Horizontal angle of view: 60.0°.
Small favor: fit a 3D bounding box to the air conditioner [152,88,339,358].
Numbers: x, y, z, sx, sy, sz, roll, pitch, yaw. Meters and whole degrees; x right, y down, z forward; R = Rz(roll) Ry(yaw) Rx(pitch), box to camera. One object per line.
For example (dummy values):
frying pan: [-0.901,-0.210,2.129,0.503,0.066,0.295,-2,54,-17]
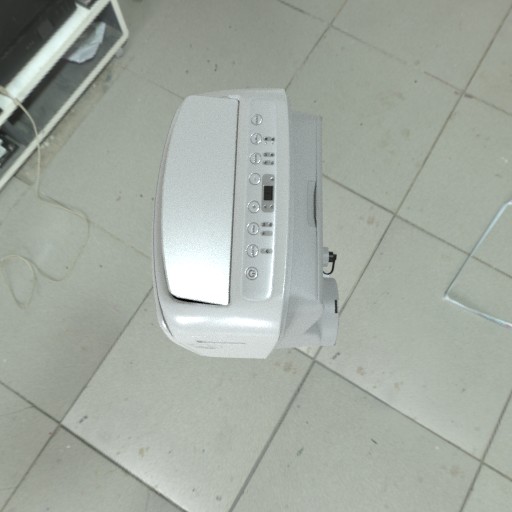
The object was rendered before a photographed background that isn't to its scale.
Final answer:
air conditioner: [0.000,0.000,1.062,0.414,0.786,0.449,2,75,0]
